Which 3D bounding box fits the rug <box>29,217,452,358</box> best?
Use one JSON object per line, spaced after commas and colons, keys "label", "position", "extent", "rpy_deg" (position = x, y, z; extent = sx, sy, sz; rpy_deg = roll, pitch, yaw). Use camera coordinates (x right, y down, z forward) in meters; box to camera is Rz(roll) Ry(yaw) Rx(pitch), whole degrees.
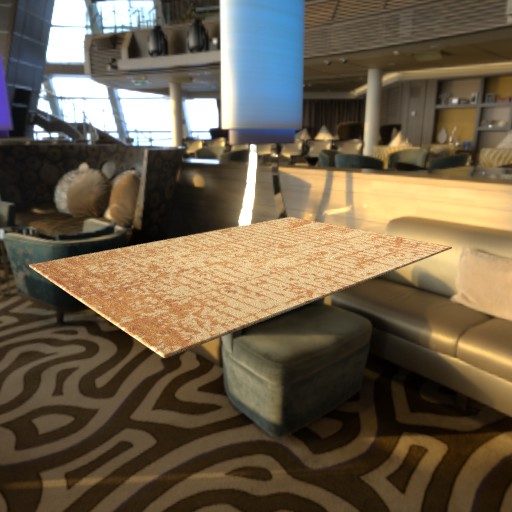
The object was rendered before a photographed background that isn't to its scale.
{"label": "rug", "position": [0.000, 0.000, 2.283], "extent": [1.829, 0.011, 1.219], "rpy_deg": [-14, 21, -41]}
